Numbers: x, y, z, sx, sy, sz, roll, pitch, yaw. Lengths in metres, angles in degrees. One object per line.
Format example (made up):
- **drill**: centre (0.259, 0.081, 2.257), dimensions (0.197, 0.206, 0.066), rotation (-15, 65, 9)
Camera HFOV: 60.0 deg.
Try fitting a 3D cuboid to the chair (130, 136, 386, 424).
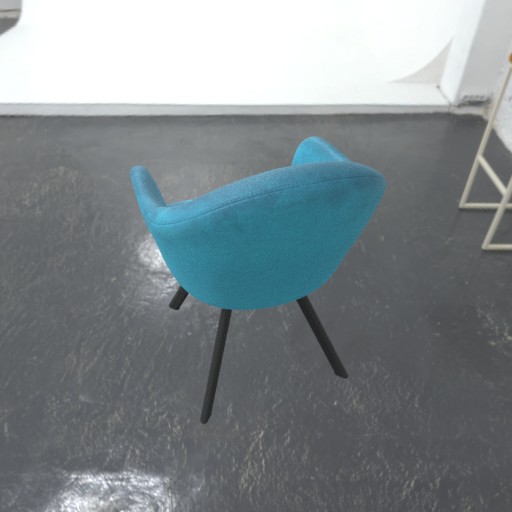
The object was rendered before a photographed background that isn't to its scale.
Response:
- **chair**: centre (0.000, 0.000, 1.177), dimensions (0.540, 0.780, 0.570), rotation (-13, 42, -15)
